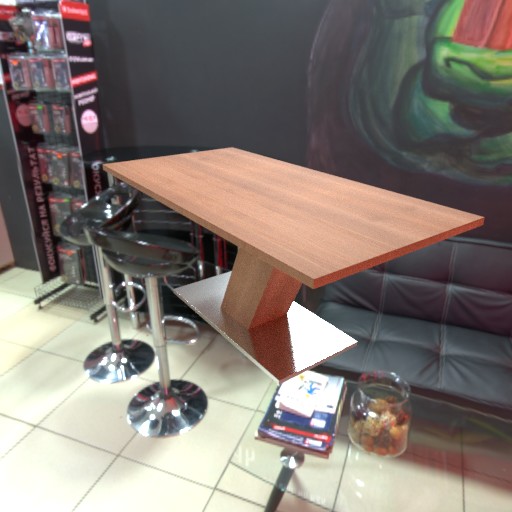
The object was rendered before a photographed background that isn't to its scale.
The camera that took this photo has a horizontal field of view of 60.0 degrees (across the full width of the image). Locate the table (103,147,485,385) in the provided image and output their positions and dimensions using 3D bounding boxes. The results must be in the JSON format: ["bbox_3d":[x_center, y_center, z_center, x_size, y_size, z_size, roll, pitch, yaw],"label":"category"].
[{"bbox_3d":[0.000,0.000,2.307,0.900,0.750,1.800,-17,29,-32],"label":"table"}]
